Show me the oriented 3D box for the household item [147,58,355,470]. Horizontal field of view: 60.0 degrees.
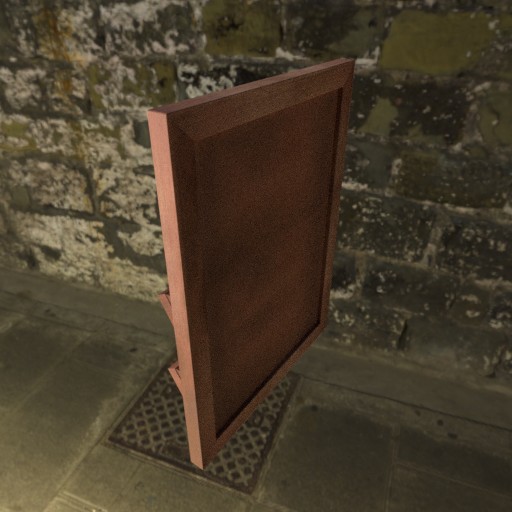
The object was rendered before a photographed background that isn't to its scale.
[{"bbox_3d":[0.000,0.000,0.533,0.067,0.407,0.310,20,37,29],"label":"household item"}]
